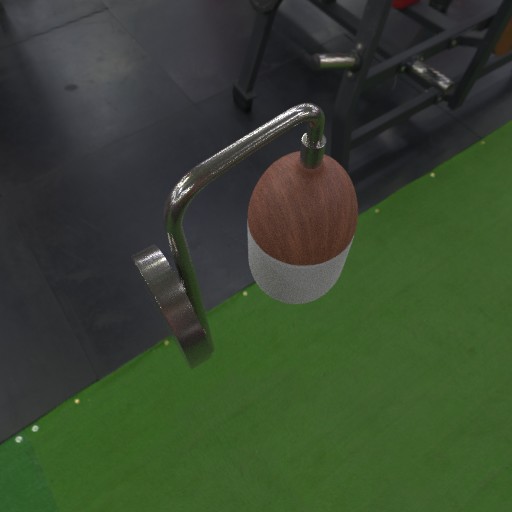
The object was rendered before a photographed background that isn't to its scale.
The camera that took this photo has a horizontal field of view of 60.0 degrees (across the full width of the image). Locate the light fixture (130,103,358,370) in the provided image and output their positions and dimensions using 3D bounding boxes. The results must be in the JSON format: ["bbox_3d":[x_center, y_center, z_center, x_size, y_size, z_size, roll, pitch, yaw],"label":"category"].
[{"bbox_3d":[0.000,0.000,0.444,0.216,0.343,0.108,-29,64,-16],"label":"light fixture"}]
